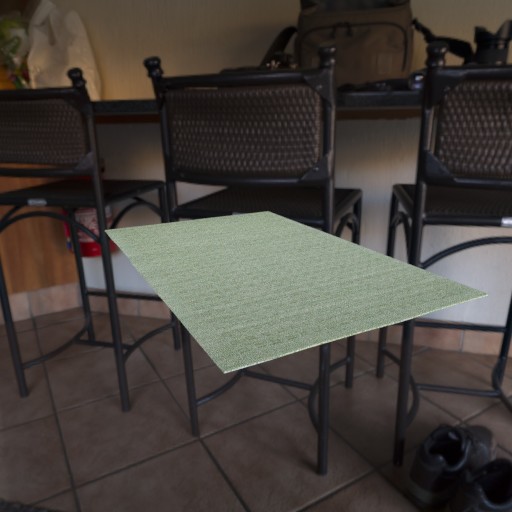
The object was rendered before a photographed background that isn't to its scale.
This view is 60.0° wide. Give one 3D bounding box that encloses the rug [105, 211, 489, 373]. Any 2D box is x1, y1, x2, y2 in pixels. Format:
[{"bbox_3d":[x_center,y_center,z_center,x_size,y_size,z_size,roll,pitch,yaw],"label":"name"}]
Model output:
[{"bbox_3d":[0.000,0.000,2.207,1.143,0.006,1.747,-9,20,-27],"label":"rug"}]
